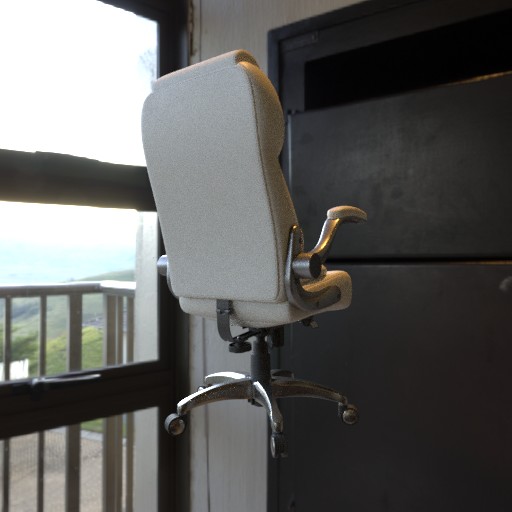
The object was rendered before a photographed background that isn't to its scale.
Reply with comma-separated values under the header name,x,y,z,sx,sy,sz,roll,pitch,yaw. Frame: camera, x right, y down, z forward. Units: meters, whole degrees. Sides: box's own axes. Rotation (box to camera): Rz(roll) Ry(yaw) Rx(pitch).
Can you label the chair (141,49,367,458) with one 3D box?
name,x,y,z,sx,sy,sz,roll,pitch,yaw
chair,0.000,0.000,1.817,0.755,1.330,0.806,-1,-1,36
